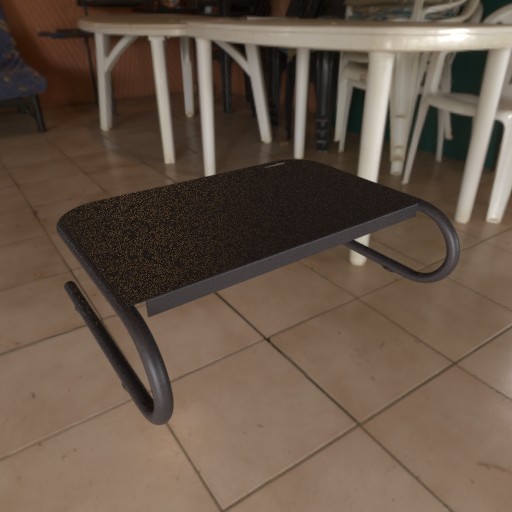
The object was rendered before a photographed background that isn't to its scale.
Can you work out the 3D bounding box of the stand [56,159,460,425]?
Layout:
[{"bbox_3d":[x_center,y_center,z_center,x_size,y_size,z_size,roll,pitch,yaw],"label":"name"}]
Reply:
[{"bbox_3d":[0.000,0.000,0.505,0.370,0.108,0.280,-19,34,-31],"label":"stand"}]
